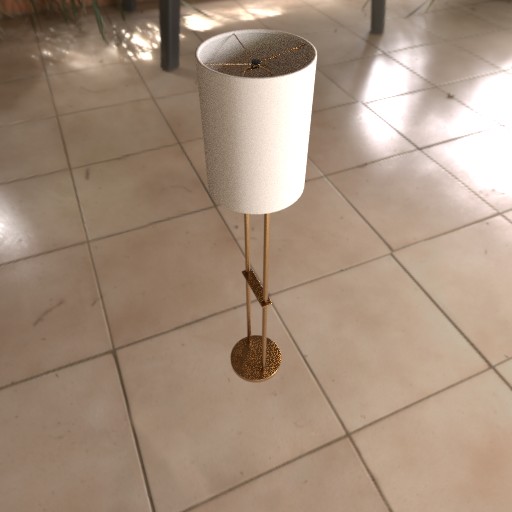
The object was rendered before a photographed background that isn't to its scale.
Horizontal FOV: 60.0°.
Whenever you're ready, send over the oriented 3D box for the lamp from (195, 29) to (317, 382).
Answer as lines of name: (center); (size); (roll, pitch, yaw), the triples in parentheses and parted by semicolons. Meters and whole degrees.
lamp: (0.000, 0.000, 1.660); (0.305, 1.500, 0.306); (-18, 49, -17)
